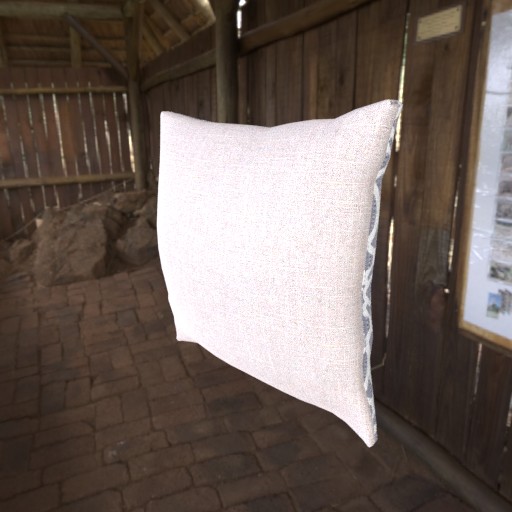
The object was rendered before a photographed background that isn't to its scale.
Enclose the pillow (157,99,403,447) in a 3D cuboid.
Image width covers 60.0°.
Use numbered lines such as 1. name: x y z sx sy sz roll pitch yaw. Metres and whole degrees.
1. pillow: 0.000 0.000 0.777 0.508 0.498 0.215 15 21 43
